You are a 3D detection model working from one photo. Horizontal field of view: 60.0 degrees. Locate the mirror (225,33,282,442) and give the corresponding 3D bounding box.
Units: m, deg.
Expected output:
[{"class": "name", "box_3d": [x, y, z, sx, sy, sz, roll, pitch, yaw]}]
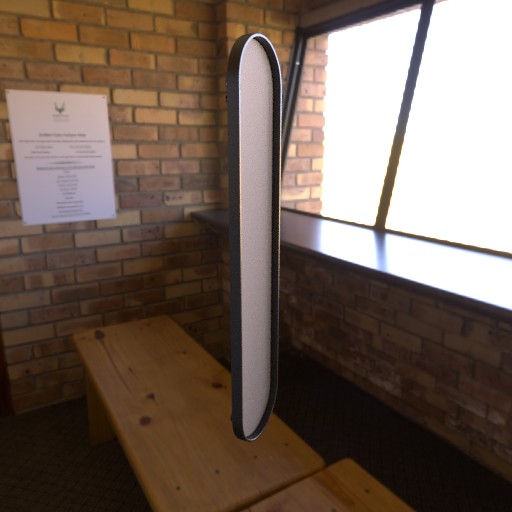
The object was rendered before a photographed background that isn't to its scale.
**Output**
[{"class": "mirror", "box_3d": [0.000, 0.000, 1.084, 0.032, 0.991, 0.222, 7, 16, 25]}]
